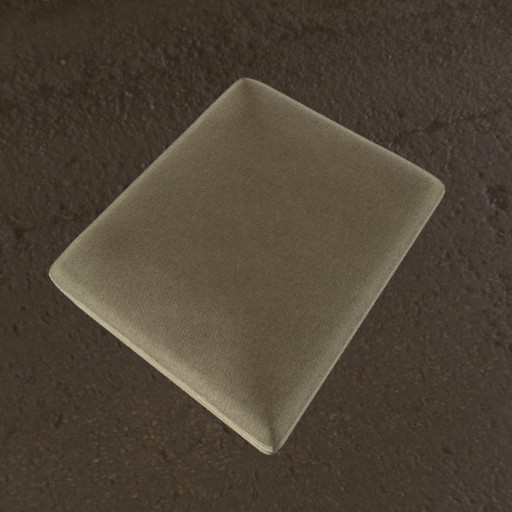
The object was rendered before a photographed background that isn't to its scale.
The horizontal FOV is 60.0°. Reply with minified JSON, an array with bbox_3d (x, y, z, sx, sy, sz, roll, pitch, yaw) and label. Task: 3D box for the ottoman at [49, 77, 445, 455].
[{"bbox_3d":[0.000,0.000,1.280,0.693,0.474,0.821,33,70,14],"label":"ottoman"}]
